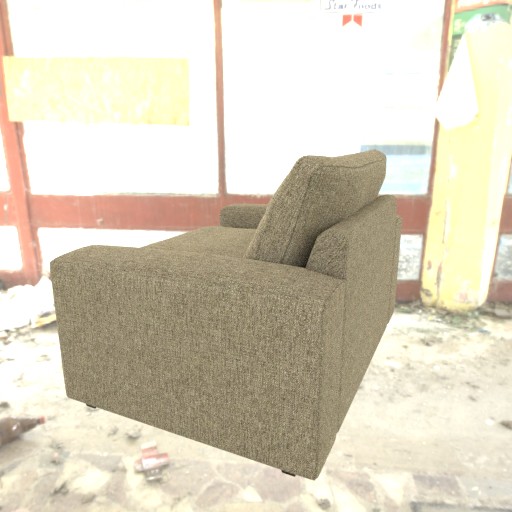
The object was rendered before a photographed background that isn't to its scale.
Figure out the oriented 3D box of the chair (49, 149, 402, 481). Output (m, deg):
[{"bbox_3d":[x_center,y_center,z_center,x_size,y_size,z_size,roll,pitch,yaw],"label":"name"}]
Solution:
[{"bbox_3d":[0.000,0.000,1.951,1.039,0.915,1.398,7,17,24],"label":"chair"}]
